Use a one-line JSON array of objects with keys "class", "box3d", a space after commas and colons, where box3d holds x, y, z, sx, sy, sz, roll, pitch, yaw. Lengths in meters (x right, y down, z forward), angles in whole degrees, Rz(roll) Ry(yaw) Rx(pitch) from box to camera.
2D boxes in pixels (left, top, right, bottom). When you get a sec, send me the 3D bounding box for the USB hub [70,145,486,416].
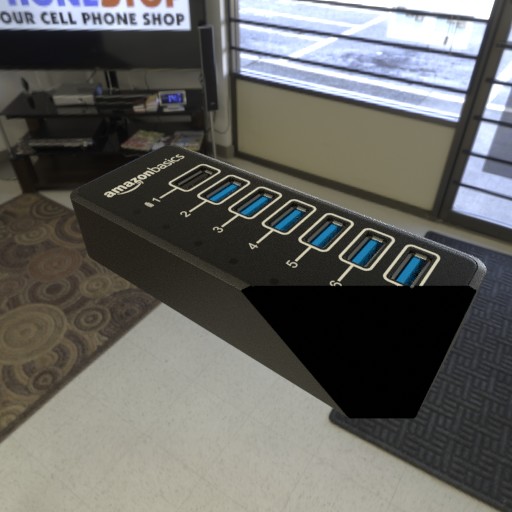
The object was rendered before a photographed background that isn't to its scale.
[{"class": "USB hub", "box3d": [0.000, 0.000, 0.126, 0.110, 0.023, 0.044, 26, 46, 28]}]
